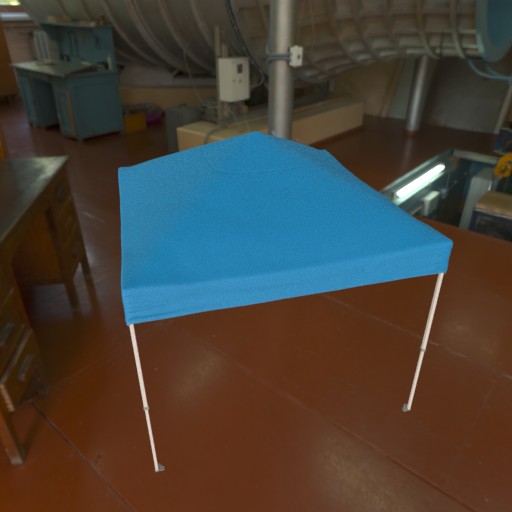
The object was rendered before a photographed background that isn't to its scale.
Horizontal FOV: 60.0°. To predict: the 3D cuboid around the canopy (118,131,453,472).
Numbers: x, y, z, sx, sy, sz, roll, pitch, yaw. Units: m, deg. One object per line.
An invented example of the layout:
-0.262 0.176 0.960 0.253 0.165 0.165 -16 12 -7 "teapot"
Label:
0.000 0.000 5.362 2.998 2.997 2.996 -8 31 -13 "canopy"
